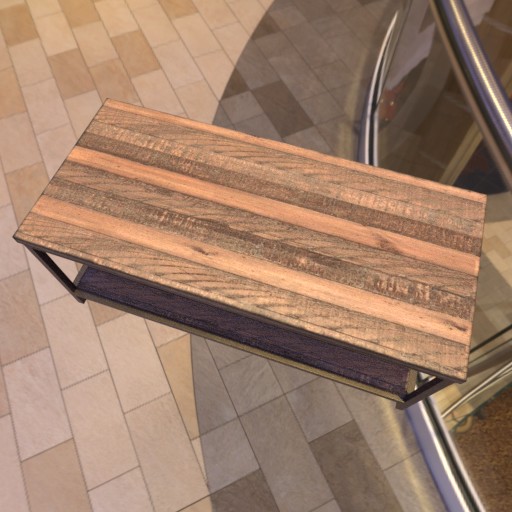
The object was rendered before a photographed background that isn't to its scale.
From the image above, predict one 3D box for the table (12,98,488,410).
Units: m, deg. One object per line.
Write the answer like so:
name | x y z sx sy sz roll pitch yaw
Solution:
table | 0.000 0.000 1.185 0.990 0.399 0.452 17 64 8
